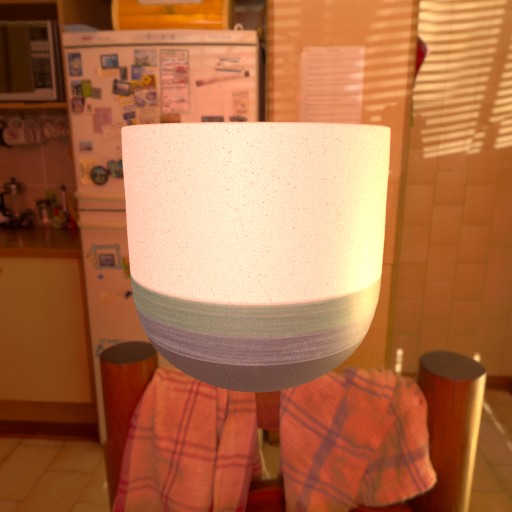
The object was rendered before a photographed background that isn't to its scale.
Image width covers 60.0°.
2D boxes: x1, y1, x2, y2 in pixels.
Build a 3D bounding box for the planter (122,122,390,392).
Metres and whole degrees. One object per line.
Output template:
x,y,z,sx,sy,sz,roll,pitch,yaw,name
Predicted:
0.000,0.000,0.488,0.268,0.270,0.268,0,14,0,planter
